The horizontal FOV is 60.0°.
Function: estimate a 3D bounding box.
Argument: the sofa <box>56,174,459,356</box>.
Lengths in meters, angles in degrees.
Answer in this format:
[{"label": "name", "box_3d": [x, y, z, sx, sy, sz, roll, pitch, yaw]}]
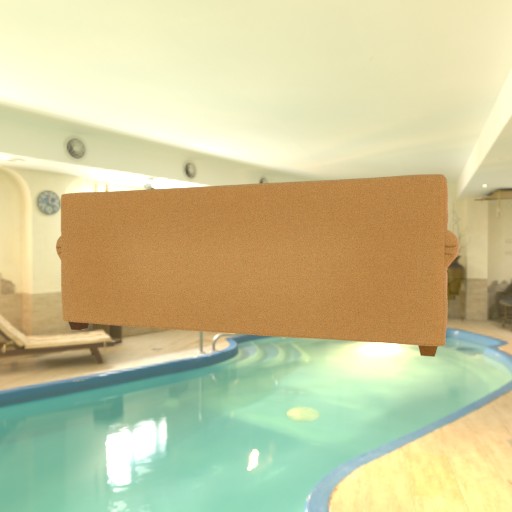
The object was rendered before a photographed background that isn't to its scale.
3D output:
[{"label": "sofa", "box_3d": [0.000, 0.000, 2.819, 2.285, 0.904, 1.067, 0, 1, 19]}]
